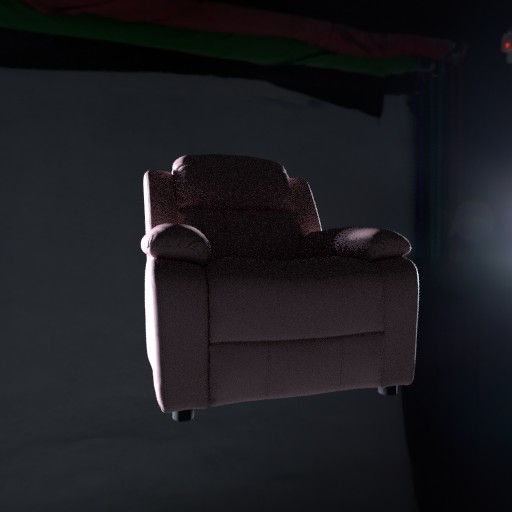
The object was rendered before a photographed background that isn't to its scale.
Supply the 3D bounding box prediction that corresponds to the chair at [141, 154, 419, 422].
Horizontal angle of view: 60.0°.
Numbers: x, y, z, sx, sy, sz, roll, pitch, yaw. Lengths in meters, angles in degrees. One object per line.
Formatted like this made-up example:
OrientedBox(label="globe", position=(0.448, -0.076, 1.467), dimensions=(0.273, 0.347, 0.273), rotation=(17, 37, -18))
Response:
OrientedBox(label="chair", position=(0.000, 0.000, 1.310), dimensions=(0.680, 0.702, 0.709), rotation=(0, 1, -19))
